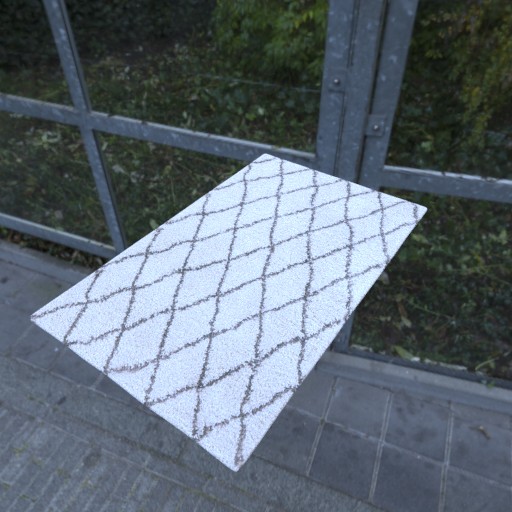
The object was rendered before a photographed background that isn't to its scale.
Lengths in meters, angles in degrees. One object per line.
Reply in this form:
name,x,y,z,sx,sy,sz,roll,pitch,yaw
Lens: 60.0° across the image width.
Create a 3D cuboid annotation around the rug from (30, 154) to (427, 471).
rug,0.000,0.000,3.003,1.524,0.030,2.438,25,47,26
